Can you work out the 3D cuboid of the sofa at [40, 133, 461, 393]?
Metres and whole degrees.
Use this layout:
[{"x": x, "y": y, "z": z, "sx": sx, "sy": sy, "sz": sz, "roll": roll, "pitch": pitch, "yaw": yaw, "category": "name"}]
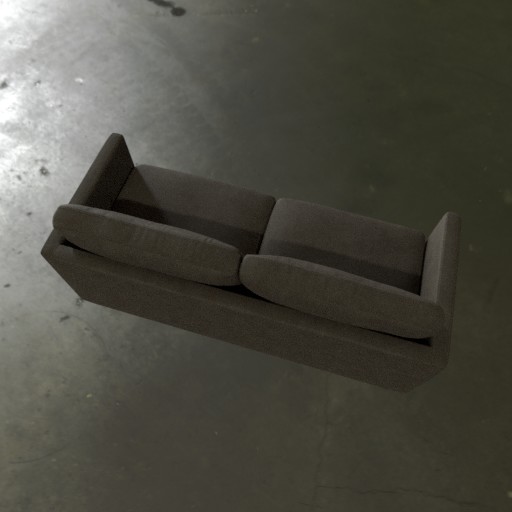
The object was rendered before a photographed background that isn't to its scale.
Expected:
[{"x": 0.000, "y": 0.000, "z": 2.701, "sx": 2.208, "sy": 0.965, "sz": 0.951, "roll": 15, "pitch": 63, "yaw": 8, "category": "sofa"}]
